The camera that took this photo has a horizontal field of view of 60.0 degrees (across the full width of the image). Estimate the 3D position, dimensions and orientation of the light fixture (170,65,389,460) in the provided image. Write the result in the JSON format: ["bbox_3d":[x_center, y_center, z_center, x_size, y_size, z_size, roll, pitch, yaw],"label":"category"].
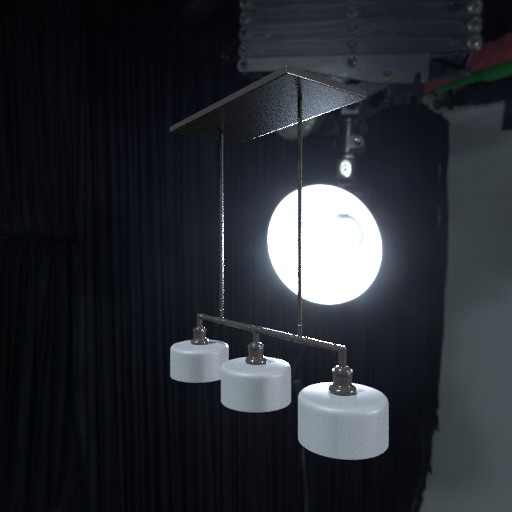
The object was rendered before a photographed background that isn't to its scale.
[{"bbox_3d":[0.000,0.000,0.855,0.177,0.557,0.582,0,1,-36],"label":"light fixture"}]
